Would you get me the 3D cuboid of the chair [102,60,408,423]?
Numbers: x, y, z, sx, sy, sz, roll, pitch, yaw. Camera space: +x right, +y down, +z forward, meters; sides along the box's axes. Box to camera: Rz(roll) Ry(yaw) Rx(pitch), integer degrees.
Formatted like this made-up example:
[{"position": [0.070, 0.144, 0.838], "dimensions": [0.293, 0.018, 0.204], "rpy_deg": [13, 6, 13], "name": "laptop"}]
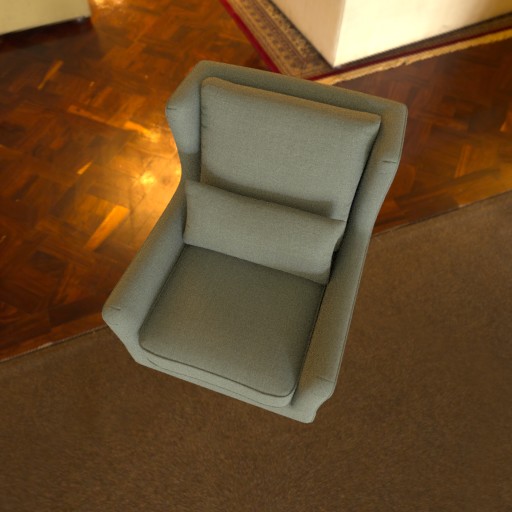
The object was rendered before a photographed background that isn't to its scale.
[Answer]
[{"position": [0.000, 0.000, 1.837], "dimensions": [0.866, 1.056, 1.040], "rpy_deg": [17, 59, 10], "name": "chair"}]
